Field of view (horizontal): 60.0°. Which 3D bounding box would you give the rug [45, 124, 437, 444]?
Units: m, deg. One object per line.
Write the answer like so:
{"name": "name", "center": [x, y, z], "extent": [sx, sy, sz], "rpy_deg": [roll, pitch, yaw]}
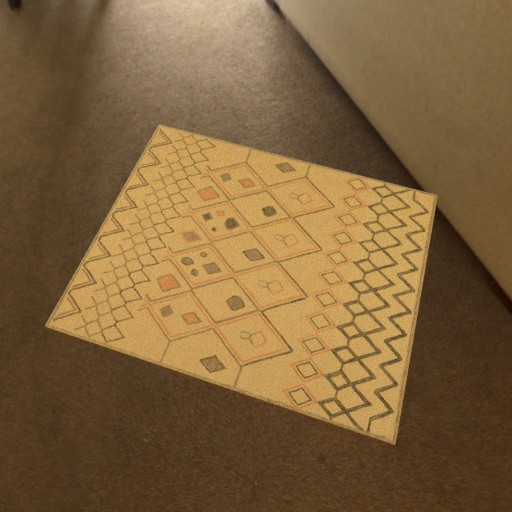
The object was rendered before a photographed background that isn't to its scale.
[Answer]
{"name": "rug", "center": [0.000, 0.000, 4.153], "extent": [3.050, 0.016, 2.441], "rpy_deg": [16, 64, 8]}
